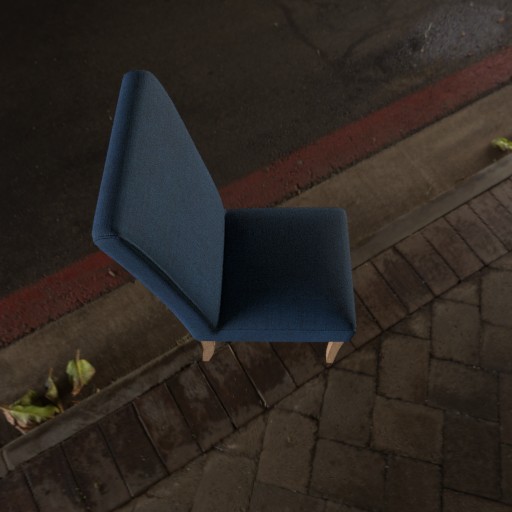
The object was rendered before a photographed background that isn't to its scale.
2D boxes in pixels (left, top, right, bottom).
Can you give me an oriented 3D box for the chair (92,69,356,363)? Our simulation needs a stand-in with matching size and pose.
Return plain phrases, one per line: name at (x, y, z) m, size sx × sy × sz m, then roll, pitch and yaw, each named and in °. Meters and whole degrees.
chair at (0.000, 0.000, 1.352) m, size 0.610 × 1.029 × 0.450 m, roll 1°, pitch 64°, yaw 0°
